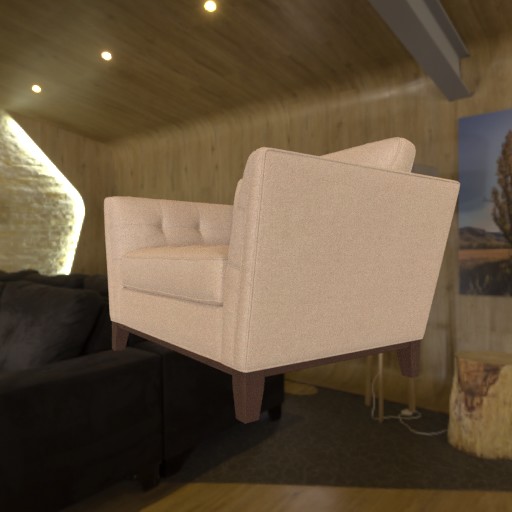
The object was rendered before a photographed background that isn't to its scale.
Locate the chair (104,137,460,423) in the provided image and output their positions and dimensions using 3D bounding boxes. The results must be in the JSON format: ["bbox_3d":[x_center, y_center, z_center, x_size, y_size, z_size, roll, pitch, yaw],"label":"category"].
[{"bbox_3d":[0.000,0.000,2.009,0.965,0.940,1.397,0,1,-36],"label":"chair"}]
